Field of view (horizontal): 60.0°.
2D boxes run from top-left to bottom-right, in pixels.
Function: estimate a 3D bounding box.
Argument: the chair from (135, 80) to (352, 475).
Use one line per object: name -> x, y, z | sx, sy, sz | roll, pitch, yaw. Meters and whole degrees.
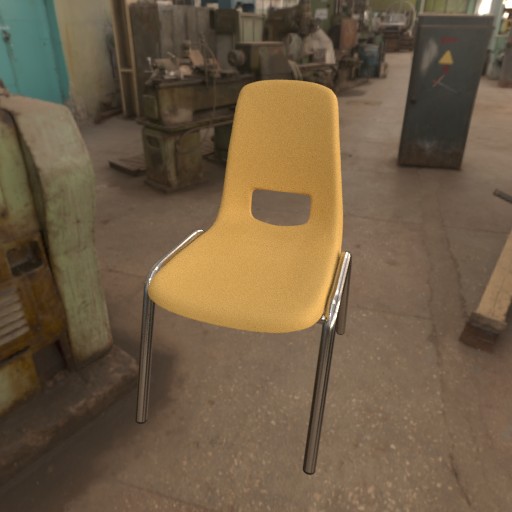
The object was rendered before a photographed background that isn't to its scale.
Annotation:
chair -> 0.000, 0.000, 0.843 | 0.354, 0.586, 0.423 | 9, 29, 17
